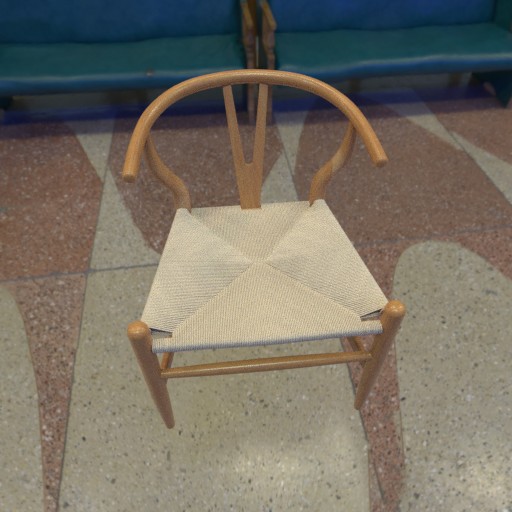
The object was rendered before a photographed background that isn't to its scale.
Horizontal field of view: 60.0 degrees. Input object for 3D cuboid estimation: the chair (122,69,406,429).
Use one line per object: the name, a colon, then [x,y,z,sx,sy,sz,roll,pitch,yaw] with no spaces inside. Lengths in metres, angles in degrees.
chair: [0.000,0.000,1.151,0.569,0.730,0.579,-4,47,-4]
